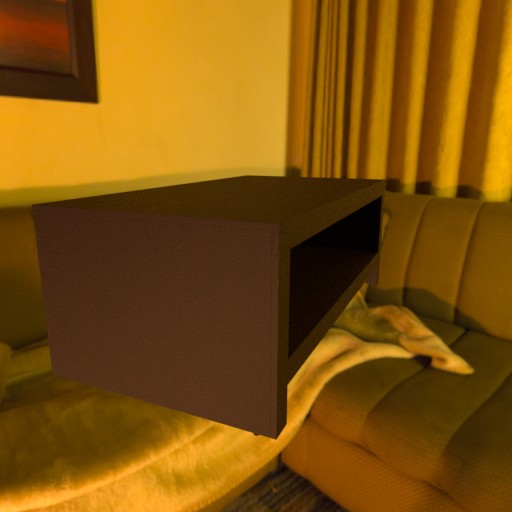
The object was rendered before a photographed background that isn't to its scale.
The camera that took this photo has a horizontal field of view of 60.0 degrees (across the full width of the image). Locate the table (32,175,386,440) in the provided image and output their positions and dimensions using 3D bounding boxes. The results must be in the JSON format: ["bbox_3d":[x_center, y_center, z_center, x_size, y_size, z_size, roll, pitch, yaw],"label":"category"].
[{"bbox_3d":[0.000,0.000,1.406,0.597,0.424,1.099,6,15,24],"label":"table"}]
